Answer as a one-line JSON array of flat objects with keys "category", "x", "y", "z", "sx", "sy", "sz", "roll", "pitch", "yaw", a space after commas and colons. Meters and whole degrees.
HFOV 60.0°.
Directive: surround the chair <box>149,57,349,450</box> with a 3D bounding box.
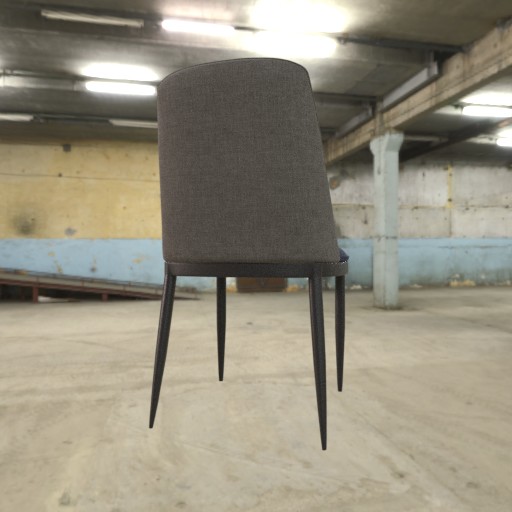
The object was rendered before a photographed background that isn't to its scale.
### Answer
[{"category": "chair", "x": 0.000, "y": 0.000, "z": 1.215, "sx": 0.488, "sy": 0.855, "sz": 0.550, "roll": 0, "pitch": 0, "yaw": 17}]
